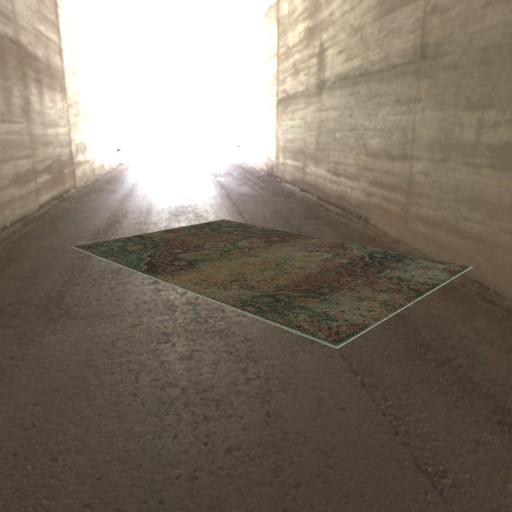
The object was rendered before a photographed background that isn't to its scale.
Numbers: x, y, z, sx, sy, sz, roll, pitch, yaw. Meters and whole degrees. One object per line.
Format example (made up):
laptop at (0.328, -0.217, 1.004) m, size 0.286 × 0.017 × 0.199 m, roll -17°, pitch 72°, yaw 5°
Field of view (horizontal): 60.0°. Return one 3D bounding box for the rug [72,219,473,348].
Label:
rug at (0.000, 0.000, 3.048) m, size 2.363 × 0.004 × 1.566 m, roll 15°, pitch 21°, yaw 43°
